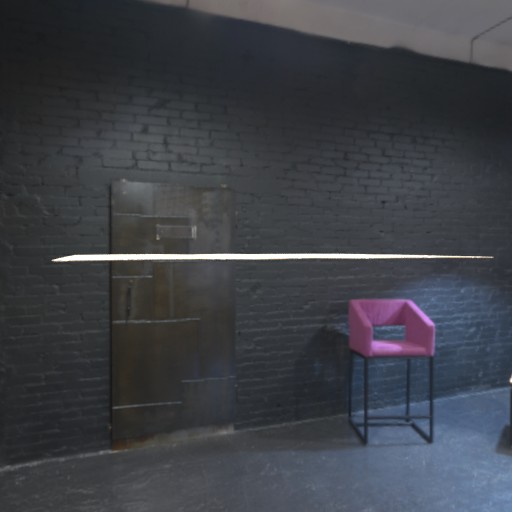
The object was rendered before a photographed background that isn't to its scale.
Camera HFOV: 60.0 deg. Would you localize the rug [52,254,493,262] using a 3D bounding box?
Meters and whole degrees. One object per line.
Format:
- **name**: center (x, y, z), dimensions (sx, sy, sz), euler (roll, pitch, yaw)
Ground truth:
- **rug**: center (0.000, 0.000, 2.692), dimensions (2.135, 0.013, 1.524), euler (0, 1, -19)
